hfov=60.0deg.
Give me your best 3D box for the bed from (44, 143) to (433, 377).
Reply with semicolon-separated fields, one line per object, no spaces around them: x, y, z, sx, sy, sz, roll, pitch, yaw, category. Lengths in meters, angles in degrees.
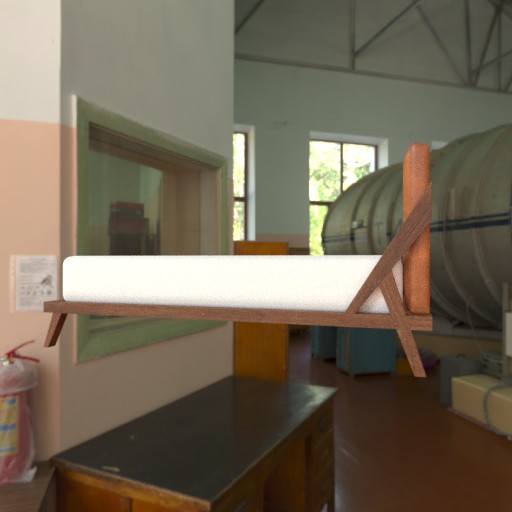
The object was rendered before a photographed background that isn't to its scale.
0.000;0.000;3.251;2.311;1.168;1.651;0;0;18;bed
